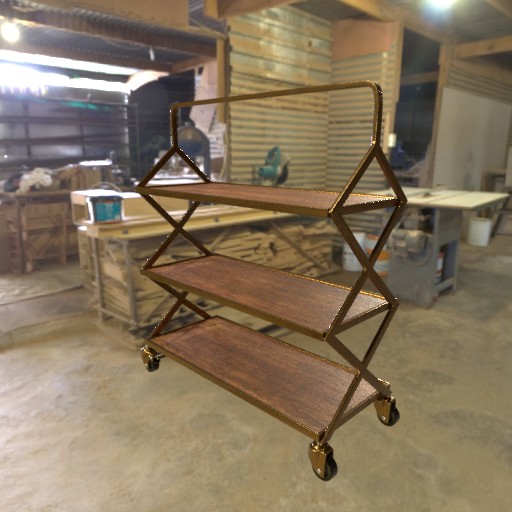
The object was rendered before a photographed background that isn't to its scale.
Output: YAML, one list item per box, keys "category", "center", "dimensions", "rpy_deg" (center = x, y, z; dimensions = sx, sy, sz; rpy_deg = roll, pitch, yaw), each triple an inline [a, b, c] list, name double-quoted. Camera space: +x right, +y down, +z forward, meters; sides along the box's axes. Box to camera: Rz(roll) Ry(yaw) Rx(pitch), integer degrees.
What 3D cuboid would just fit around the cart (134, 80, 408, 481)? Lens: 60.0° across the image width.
- category: "cart"
  center: [0.000, 0.000, 1.163]
  dimensions: [0.313, 0.805, 0.723]
  rpy_deg: [-13, 19, -43]
